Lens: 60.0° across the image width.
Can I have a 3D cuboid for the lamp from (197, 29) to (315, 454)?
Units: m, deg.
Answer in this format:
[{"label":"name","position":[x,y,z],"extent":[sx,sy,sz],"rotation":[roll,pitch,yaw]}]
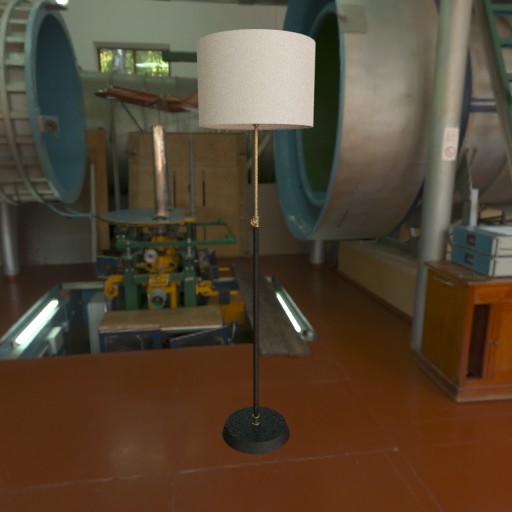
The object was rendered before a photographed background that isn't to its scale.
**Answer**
[{"label":"lamp","position":[0.000,0.000,1.688],"extent":[0.404,1.517,0.404],"rotation":[6,14,25]}]
